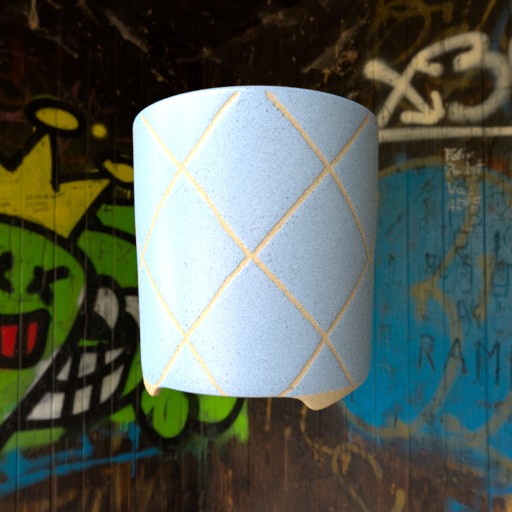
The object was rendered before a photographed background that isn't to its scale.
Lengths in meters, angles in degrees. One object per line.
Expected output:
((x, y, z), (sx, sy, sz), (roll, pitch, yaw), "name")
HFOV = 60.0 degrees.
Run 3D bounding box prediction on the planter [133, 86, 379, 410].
((0.000, 0.000, 0.422), (0.227, 0.235, 0.227), (0, -2, 0), "planter")
